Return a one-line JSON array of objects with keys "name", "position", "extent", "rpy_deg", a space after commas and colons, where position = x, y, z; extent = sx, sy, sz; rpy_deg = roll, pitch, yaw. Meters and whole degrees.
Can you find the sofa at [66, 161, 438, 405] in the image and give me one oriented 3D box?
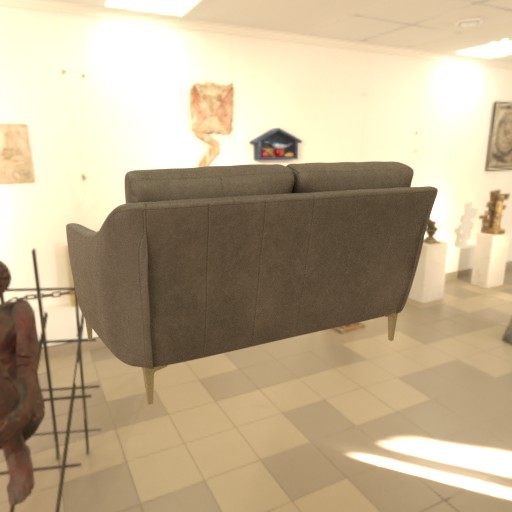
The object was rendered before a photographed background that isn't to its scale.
[{"name": "sofa", "position": [0.000, 0.000, 2.161], "extent": [1.619, 0.902, 0.960], "rpy_deg": [-7, 15, -27]}]
